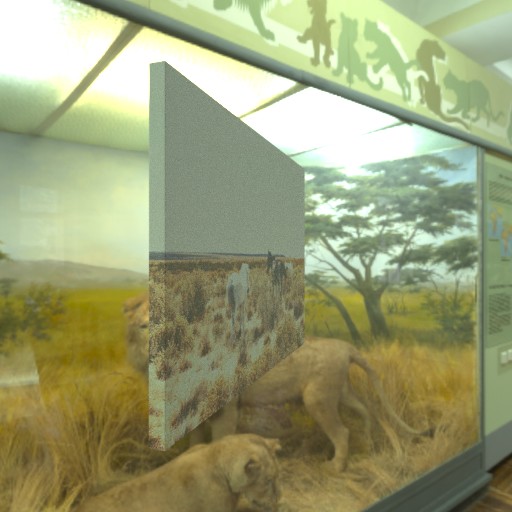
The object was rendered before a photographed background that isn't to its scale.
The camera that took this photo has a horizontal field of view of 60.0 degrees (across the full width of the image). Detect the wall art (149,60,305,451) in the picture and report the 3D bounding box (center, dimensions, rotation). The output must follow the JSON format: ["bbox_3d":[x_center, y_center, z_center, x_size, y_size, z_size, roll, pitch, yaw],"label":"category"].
[{"bbox_3d":[0.000,0.000,1.874,0.051,1.016,1.520,0,0,20],"label":"wall art"}]
